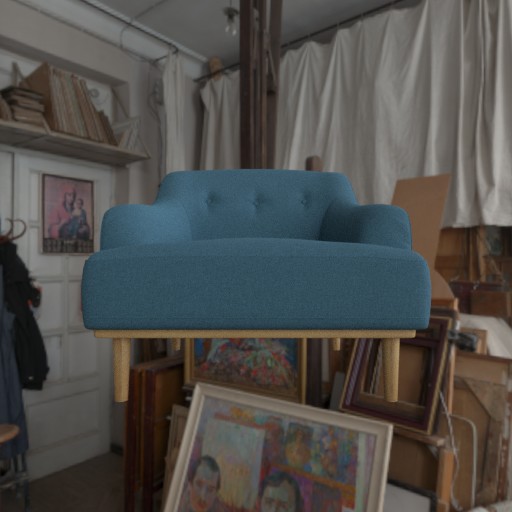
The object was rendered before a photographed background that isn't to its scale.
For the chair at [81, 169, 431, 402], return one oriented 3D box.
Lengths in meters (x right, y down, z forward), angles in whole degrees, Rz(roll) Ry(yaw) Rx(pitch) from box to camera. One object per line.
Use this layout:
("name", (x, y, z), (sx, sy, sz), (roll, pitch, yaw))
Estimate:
("chair", (0.000, 0.000, 1.626), (0.946, 0.818, 0.951), (0, -1, 0))
